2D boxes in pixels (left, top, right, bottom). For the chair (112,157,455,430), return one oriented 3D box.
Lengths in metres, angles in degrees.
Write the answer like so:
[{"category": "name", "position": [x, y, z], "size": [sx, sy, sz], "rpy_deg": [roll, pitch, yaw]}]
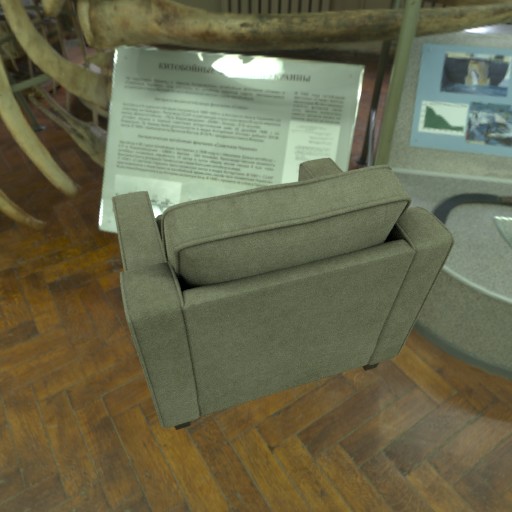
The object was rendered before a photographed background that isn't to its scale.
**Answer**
[{"category": "chair", "position": [0.000, 0.000, 1.636], "size": [0.926, 0.944, 0.840], "rpy_deg": [-13, 44, -14]}]
